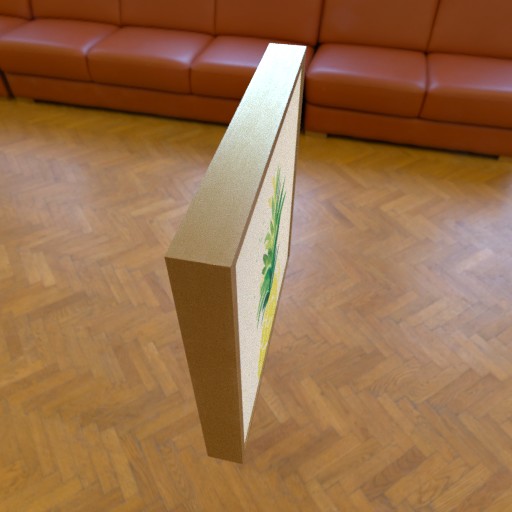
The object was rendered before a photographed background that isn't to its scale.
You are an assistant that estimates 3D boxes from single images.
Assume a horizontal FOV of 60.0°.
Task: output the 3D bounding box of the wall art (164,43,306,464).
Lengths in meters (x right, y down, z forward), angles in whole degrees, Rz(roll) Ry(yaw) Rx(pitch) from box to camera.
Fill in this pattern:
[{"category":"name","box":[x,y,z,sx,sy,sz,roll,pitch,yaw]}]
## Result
[{"category":"wall art","box":[0.000,0.000,0.455,0.038,0.305,0.306,9,47,8]}]
